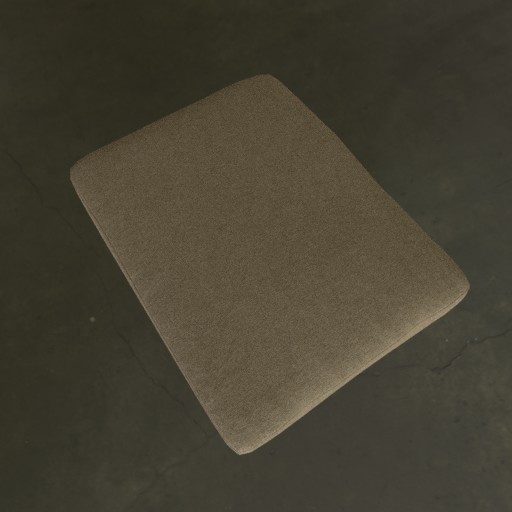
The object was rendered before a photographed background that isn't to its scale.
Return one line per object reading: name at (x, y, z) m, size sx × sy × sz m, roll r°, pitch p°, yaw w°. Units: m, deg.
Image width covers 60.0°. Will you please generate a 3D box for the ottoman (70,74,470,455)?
ottoman at (0.000, 0.000, 1.307) m, size 0.692 × 0.511 × 0.889 m, roll -31°, pitch 68°, yaw -14°
